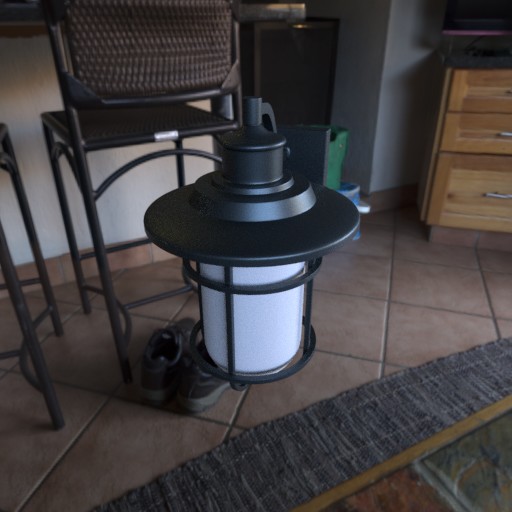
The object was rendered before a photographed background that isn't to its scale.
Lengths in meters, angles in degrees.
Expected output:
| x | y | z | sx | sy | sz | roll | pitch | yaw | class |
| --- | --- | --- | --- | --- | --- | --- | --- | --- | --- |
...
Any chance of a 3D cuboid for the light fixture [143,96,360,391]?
| x | y | z | sx | sy | sz | roll | pitch | yaw | class |
| --- | --- | --- | --- | --- | --- | --- | --- | --- | --- |
| 0.000 | 0.000 | 0.503 | 0.222 | 0.345 | 0.252 | 9 | 28 | 17 | light fixture |
